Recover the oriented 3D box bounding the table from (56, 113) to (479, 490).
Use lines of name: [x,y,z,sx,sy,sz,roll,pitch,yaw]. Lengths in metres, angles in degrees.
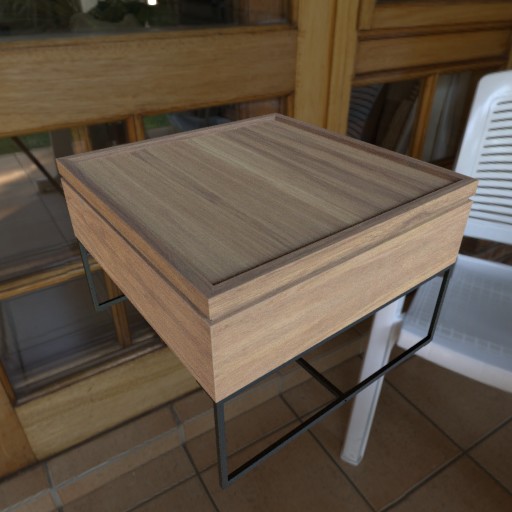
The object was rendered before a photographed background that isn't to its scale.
table: [0.000,0.000,1.118,0.676,0.464,0.679,-22,39,-31]
